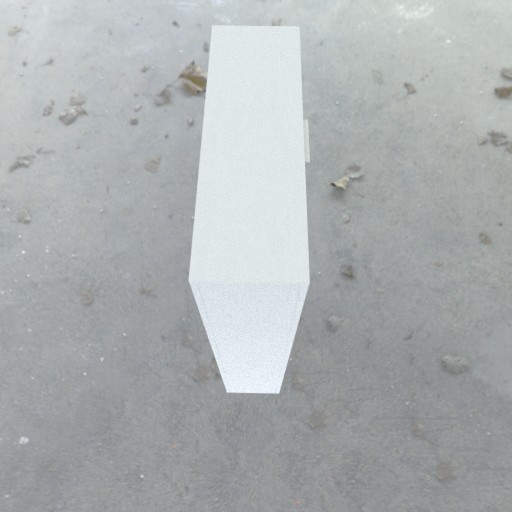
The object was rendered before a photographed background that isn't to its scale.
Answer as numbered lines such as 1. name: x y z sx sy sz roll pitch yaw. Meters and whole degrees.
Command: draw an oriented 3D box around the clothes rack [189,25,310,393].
1. clothes rack: 0.000 0.000 1.601 0.250 1.280 0.750 1 64 0
